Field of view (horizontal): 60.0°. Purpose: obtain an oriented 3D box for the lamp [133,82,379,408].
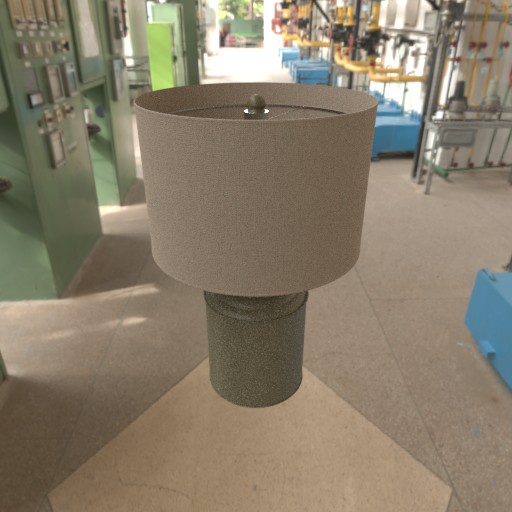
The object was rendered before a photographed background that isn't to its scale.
[{"bbox_3d":[0.000,0.000,0.704,0.318,0.486,0.318,0,28,0],"label":"lamp"}]
